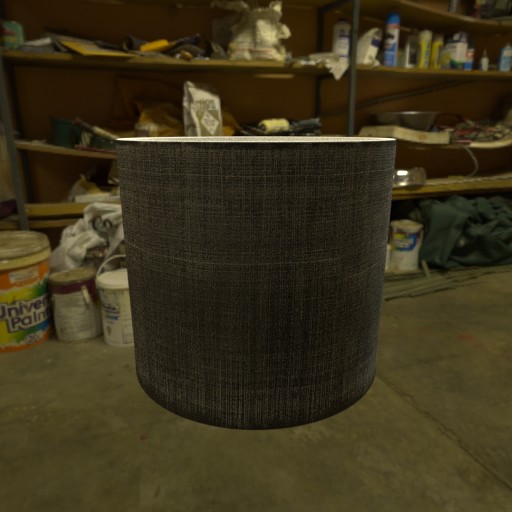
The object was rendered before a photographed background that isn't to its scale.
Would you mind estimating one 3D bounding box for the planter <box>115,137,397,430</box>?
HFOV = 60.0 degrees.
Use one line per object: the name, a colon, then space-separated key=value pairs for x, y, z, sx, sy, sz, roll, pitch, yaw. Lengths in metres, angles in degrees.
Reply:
planter: x=0.000 y=0.000 z=0.391 sx=0.221 sy=0.201 sz=0.221 roll=0 pitch=16 yaw=0
